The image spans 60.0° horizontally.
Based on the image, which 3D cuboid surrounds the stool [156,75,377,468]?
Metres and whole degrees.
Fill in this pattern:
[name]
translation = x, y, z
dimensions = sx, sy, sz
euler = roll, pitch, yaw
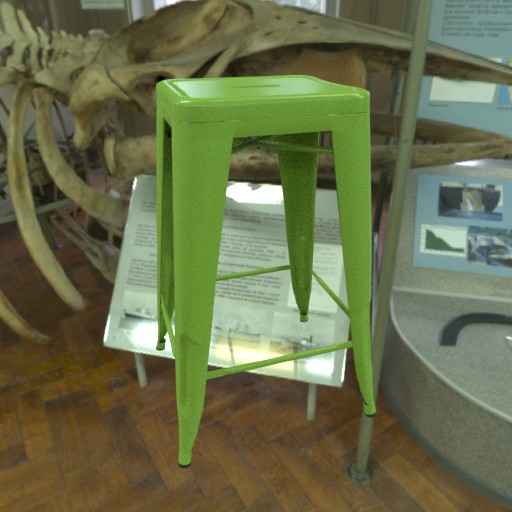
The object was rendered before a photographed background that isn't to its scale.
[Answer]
[stool]
translation = 0.000, 0.000, 0.839
dimensions = 0.398, 0.609, 0.358
euler = -8, 29, -16
